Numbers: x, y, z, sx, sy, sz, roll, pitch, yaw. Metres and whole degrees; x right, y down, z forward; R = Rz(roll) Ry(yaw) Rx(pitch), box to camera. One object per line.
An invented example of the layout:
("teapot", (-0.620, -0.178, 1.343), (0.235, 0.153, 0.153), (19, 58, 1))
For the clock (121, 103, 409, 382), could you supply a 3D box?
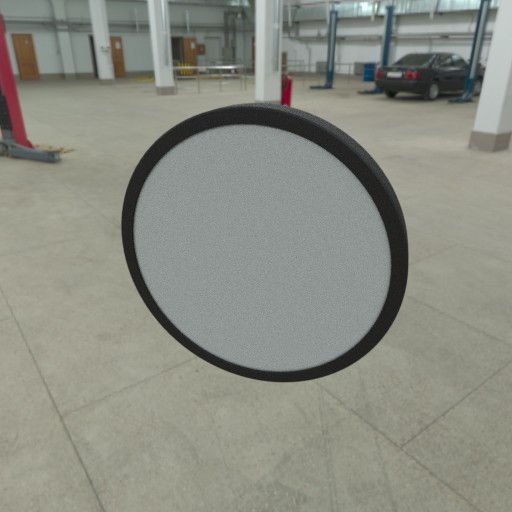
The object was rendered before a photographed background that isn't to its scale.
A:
("clock", (0.000, 0.000, 0.450), (0.293, 0.293, 0.040), (8, 26, 16))
